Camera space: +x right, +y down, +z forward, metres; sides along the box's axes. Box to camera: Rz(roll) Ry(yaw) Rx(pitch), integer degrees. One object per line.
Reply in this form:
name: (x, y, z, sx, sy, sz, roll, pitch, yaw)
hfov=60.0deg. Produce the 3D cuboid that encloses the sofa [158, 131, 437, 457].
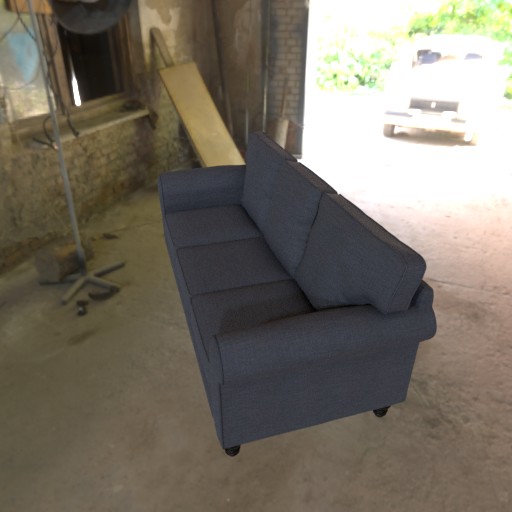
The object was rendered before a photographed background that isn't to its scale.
sofa: (0.000, 0.000, 2.593, 0.909, 0.966, 2.084, -9, 31, -15)
